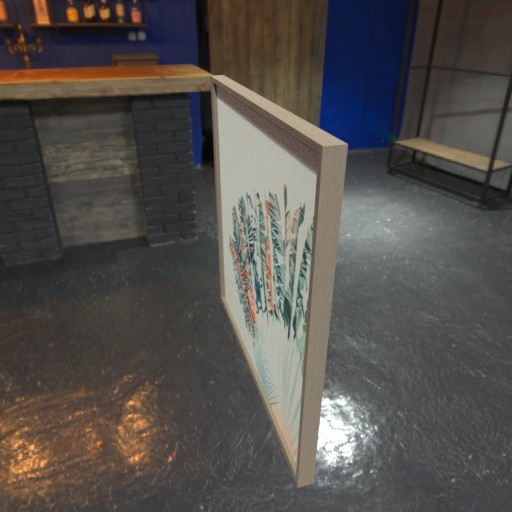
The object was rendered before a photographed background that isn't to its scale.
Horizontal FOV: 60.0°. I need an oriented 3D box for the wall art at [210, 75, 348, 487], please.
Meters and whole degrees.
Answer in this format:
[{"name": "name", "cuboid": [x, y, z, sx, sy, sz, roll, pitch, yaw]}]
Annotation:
[{"name": "wall art", "cuboid": [0.000, 0.000, 1.116, 0.038, 0.758, 0.761, -8, 30, -15]}]
